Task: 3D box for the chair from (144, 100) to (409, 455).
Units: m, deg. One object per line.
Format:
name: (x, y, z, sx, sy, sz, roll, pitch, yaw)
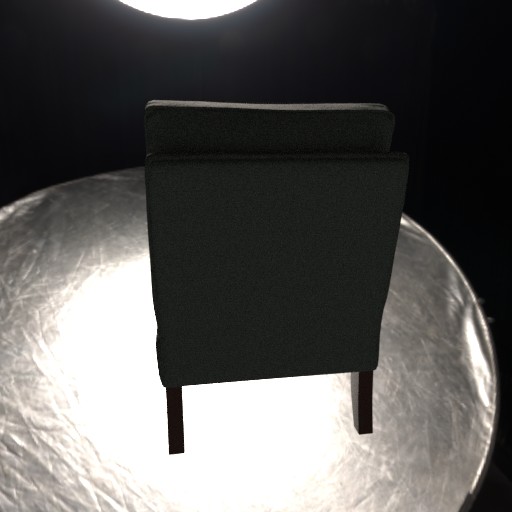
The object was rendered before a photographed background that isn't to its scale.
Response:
chair: (0.000, 0.000, 1.412, 0.624, 0.901, 0.796, -2, 15, -9)
